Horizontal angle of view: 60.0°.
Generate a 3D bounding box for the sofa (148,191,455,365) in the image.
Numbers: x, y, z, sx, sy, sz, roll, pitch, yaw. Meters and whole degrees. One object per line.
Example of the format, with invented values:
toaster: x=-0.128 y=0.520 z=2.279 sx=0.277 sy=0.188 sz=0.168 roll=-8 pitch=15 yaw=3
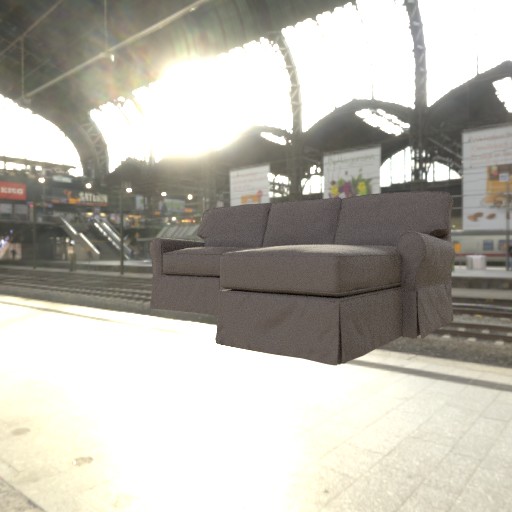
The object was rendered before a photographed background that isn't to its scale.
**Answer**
sofa: x=0.000 y=0.000 z=3.326 sx=2.475 sy=0.978 sz=1.733 roll=1 pitch=1 yaw=37
